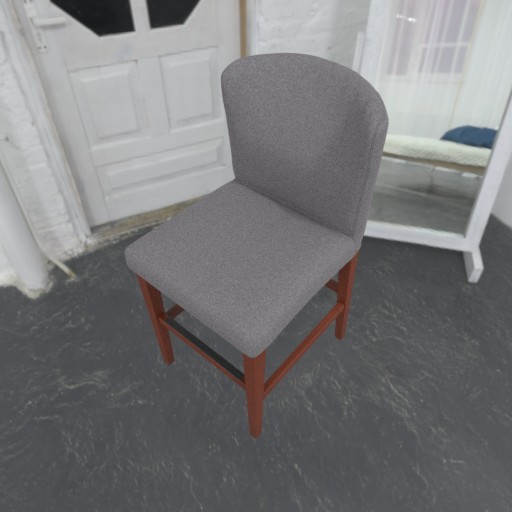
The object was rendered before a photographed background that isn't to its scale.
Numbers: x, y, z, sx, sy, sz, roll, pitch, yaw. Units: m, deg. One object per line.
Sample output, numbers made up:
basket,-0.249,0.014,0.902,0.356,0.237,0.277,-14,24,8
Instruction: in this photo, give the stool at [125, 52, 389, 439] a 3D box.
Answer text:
stool,0.000,0.000,1.293,0.481,0.968,0.568,31,53,27
